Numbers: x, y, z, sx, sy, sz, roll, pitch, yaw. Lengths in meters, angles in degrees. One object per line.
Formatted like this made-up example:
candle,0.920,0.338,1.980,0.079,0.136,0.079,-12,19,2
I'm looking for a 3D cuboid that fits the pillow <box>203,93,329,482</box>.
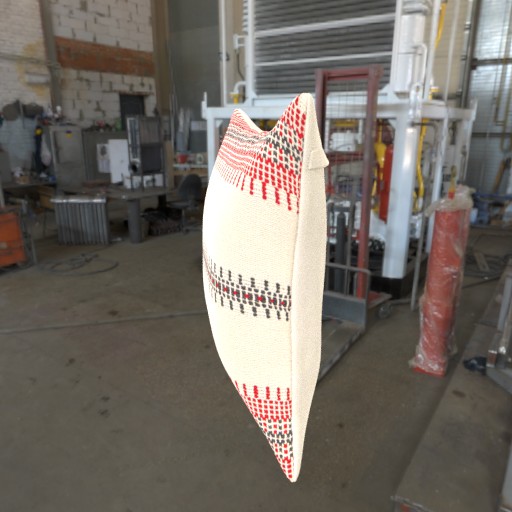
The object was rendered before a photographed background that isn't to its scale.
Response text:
pillow,0.000,0.000,0.695,0.160,0.454,0.463,-3,17,-10
